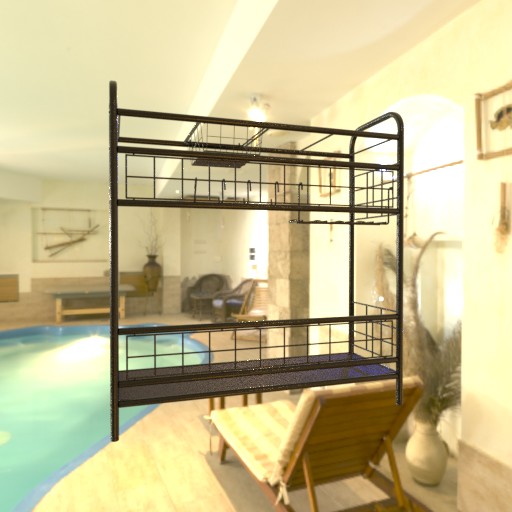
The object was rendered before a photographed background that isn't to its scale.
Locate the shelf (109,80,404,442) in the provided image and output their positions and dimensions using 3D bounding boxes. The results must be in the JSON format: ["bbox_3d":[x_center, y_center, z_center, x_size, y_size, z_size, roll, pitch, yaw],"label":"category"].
[{"bbox_3d":[0.000,0.000,1.533,0.961,1.026,0.350,0,1,-18],"label":"shelf"}]
